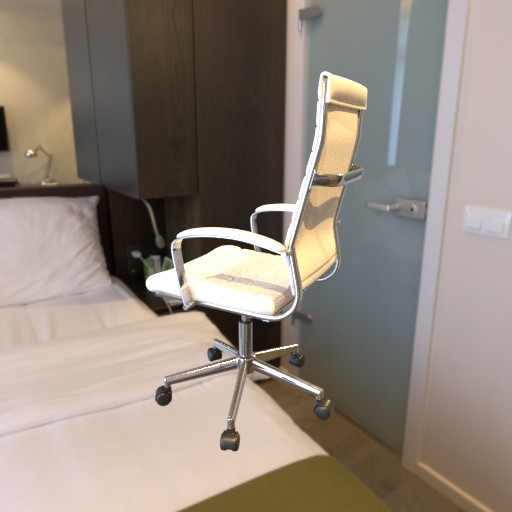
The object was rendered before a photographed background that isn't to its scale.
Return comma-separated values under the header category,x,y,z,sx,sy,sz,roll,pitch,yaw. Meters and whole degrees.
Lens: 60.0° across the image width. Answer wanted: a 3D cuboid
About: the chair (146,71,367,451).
category,x,y,z,sx,sy,sz,roll,pitch,yaw
chair,0.000,0.000,1.589,0.679,1.149,0.679,7,17,25
